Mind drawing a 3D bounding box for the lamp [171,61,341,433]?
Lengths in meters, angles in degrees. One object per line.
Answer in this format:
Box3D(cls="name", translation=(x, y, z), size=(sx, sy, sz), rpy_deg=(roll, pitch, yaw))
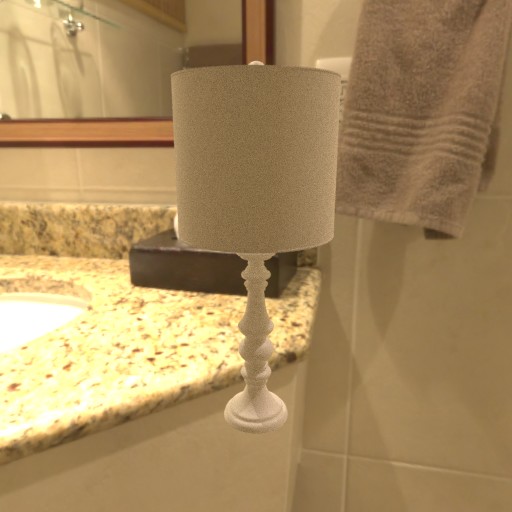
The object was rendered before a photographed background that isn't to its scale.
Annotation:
Box3D(cls="lamp", translation=(0.000, 0.000, 0.734), size=(0.250, 0.597, 0.250), rpy_deg=(-7, 17, -24))
